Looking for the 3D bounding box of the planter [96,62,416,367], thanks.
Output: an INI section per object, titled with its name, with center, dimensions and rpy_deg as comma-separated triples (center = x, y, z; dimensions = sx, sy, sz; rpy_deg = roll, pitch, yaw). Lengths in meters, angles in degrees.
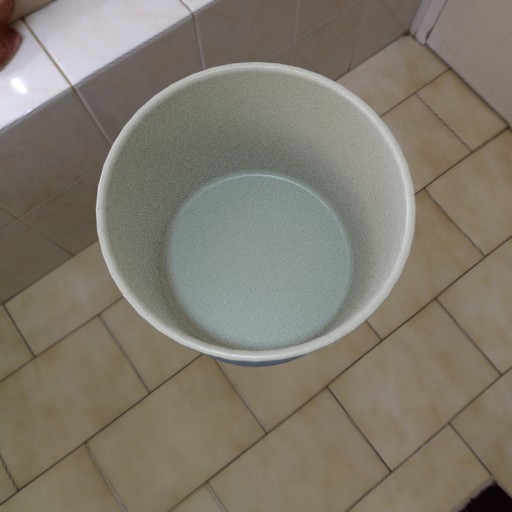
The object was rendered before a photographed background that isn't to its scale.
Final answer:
[planter]
center = 0.000, 0.000, 0.539
dimensions = 0.261, 0.367, 0.261
rpy_deg = 0, 75, 0
